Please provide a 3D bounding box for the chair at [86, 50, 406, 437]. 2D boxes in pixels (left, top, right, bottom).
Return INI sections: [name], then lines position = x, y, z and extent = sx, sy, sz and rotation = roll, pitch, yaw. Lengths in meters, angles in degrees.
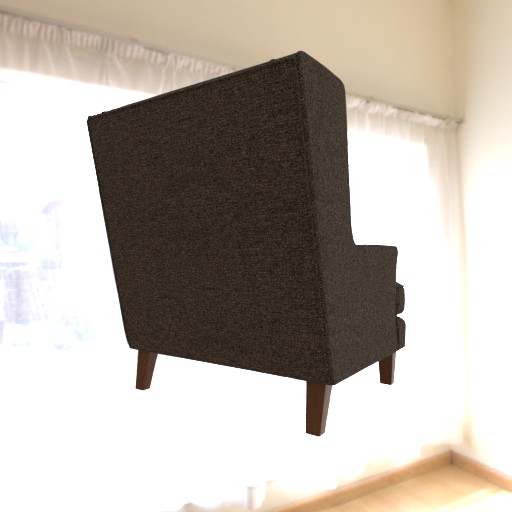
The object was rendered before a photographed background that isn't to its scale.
[chair]
position = 0.000, 0.000, 1.777
extent = 0.942, 1.082, 0.927
rotation = 0, 0, 35
